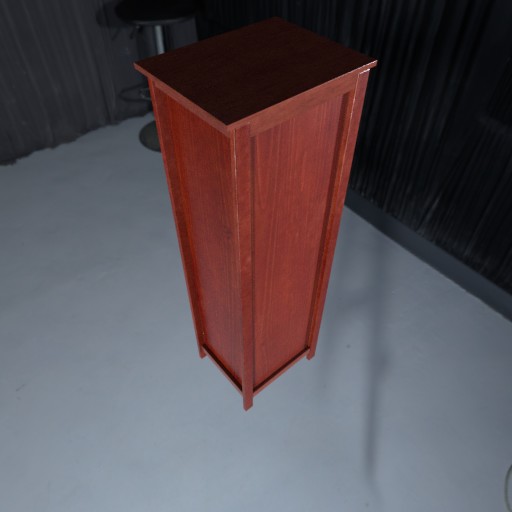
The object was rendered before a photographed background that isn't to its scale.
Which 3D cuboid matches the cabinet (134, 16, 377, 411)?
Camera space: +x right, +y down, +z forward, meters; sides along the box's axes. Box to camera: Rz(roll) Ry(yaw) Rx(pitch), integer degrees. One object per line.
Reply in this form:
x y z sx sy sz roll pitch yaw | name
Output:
0.000 0.000 1.724 0.500 1.518 0.401 -32 55 -26 | cabinet
